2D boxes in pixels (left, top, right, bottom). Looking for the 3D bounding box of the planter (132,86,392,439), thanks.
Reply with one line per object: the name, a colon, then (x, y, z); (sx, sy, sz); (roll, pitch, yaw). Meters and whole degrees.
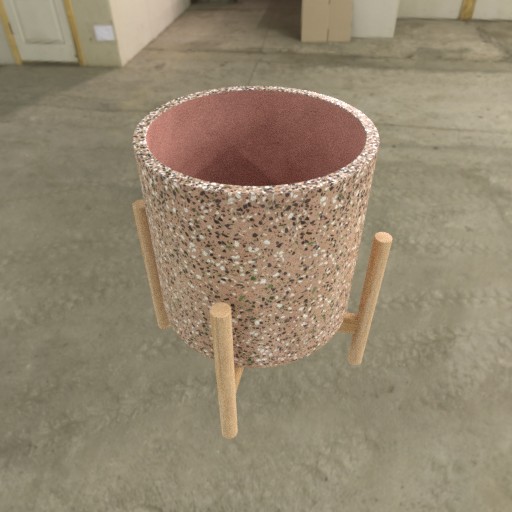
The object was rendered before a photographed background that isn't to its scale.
planter: (0.000, 0.000, 0.691); (0.360, 0.419, 0.360); (25, 46, 26)
